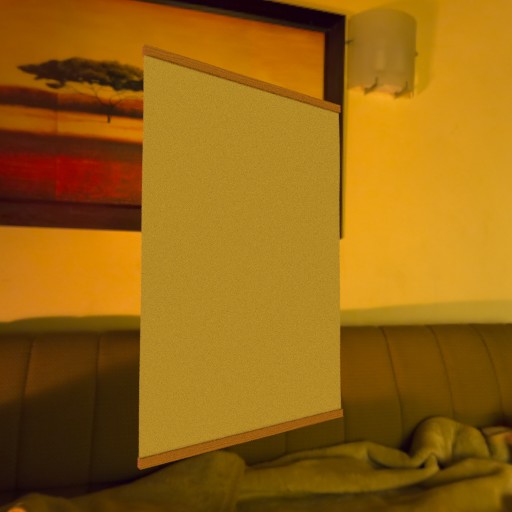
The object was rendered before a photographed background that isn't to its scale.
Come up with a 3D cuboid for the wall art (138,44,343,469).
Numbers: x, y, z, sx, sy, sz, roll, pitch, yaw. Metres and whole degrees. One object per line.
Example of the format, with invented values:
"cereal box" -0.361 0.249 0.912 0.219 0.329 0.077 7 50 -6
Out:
"wall art" 0.000 0.000 1.886 1.011 1.521 0.025 2 -3 -35
